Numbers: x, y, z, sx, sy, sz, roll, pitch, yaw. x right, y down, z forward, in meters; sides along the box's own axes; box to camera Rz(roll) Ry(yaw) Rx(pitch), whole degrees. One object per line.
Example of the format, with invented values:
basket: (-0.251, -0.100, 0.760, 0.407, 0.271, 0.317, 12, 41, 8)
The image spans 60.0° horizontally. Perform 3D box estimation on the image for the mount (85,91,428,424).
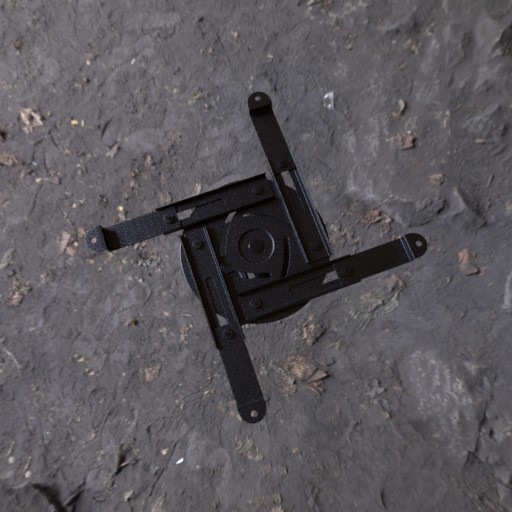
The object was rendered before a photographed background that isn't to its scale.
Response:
mount: (0.000, 0.000, 0.611, 0.394, 0.141, 0.394, -19, 77, -5)
